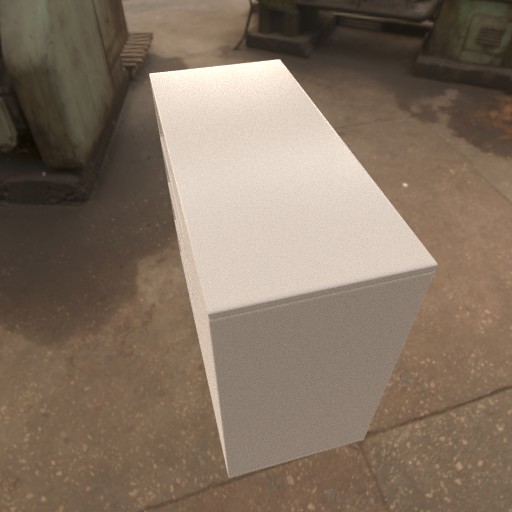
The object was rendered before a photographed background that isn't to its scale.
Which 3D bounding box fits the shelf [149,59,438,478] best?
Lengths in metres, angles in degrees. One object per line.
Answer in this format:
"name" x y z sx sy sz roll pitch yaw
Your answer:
"shelf" 0.000 0.000 1.275 0.396 0.732 0.895 -11 47 -11
